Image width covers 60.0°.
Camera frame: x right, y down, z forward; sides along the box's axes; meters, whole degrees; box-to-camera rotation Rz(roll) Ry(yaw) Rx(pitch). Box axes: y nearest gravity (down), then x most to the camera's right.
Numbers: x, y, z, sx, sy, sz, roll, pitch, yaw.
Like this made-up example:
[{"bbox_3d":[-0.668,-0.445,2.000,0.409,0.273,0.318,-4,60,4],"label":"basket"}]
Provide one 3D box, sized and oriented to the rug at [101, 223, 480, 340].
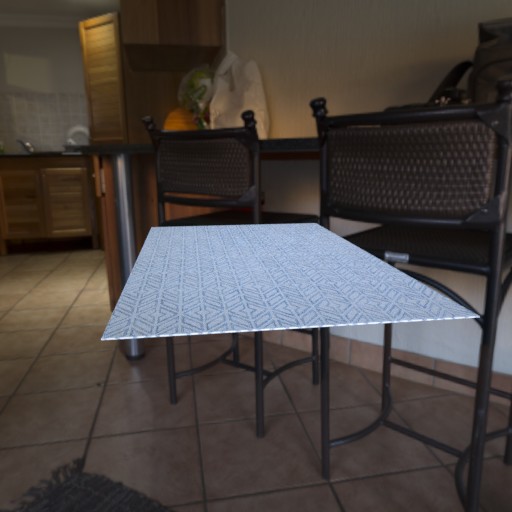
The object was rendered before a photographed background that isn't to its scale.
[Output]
[{"bbox_3d":[0.000,0.000,2.916,1.526,0.008,2.441,-2,14,-8],"label":"rug"}]
